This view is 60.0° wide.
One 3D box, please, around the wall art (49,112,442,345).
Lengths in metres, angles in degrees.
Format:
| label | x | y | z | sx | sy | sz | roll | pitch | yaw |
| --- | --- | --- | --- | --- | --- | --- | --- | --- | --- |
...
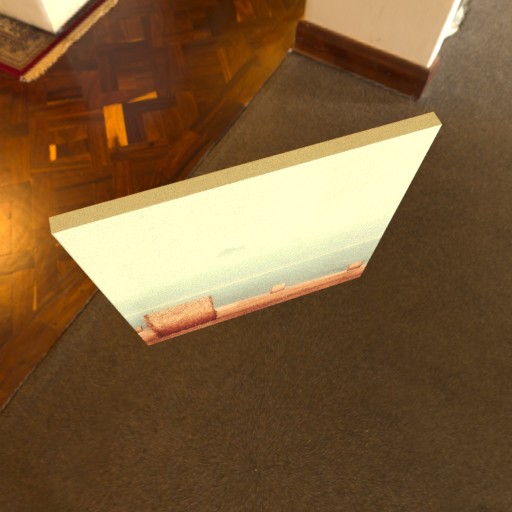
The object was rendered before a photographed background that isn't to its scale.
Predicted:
| label | x | y | z | sx | sy | sz | roll | pitch | yaw |
| --- | --- | --- | --- | --- | --- | --- | --- | --- | --- |
| wall art | 0.000 | 0.000 | 0.930 | 0.605 | 0.605 | 0.034 | -17 | 65 | -8 |
